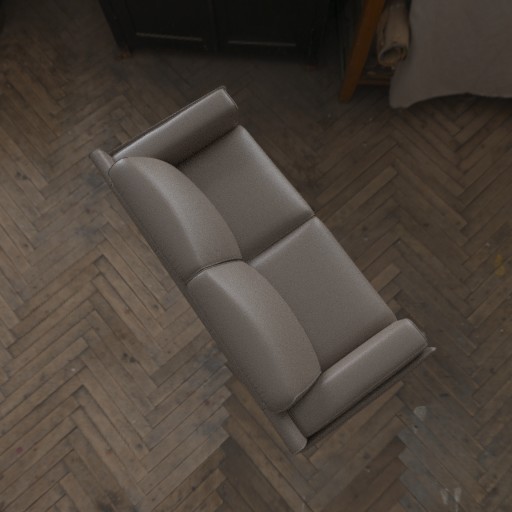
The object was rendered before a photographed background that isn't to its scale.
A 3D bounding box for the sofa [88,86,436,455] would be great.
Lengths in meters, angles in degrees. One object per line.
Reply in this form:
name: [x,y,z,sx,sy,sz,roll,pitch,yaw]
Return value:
sofa: [0.000,0.000,2.683,1.049,0.930,2.101,-35,77,-9]
